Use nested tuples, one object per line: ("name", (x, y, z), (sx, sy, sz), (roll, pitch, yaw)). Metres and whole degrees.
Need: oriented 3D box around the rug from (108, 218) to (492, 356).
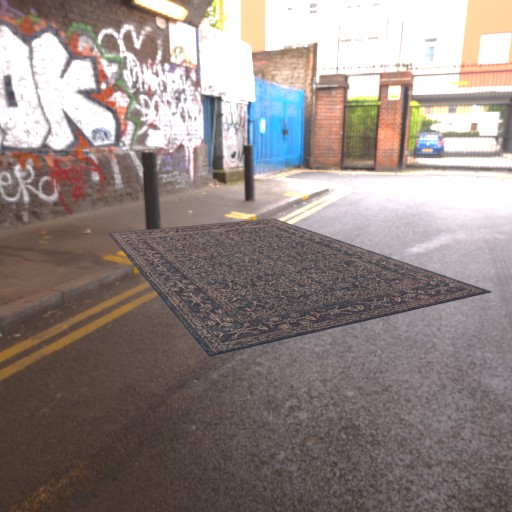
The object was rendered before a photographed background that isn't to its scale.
("rug", (0.000, 0.000, 2.298), (1.200, 0.005, 1.819), (-7, 17, -25))
